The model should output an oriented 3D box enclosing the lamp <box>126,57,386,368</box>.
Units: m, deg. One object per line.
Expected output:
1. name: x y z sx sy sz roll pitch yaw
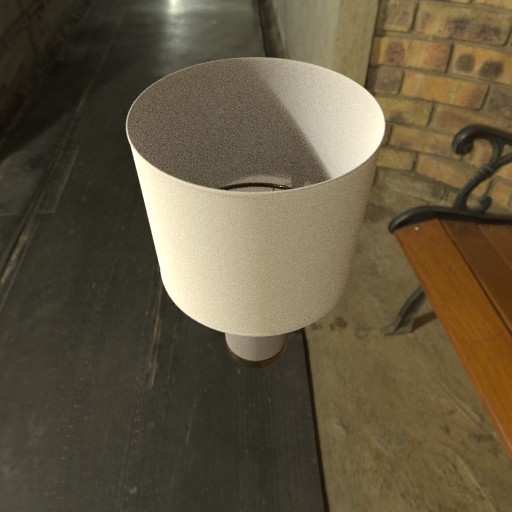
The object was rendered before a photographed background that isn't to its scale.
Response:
1. lamp: 0.000 0.000 0.537 0.229 0.380 0.229 0 47 0
